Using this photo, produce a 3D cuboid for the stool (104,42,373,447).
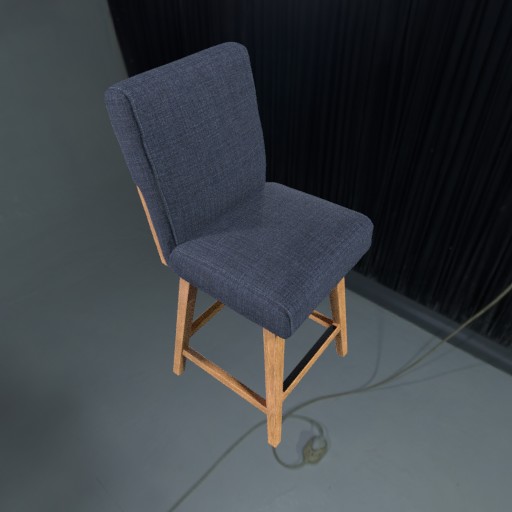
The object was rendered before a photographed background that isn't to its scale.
[{"bbox_3d":[0.000,0.000,1.298,0.526,1.010,0.459,27,49,27],"label":"stool"}]
